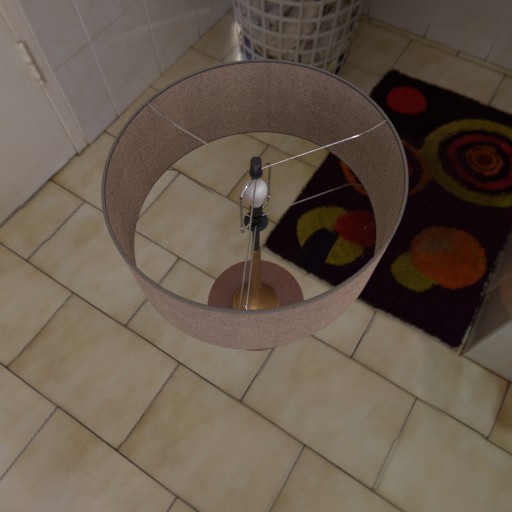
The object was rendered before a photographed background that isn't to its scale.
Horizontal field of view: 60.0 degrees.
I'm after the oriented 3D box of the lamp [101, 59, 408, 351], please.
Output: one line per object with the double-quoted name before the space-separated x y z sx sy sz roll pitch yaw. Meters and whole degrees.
"lamp" 0.000 0.000 0.824 0.396 0.551 0.417 32 67 15
